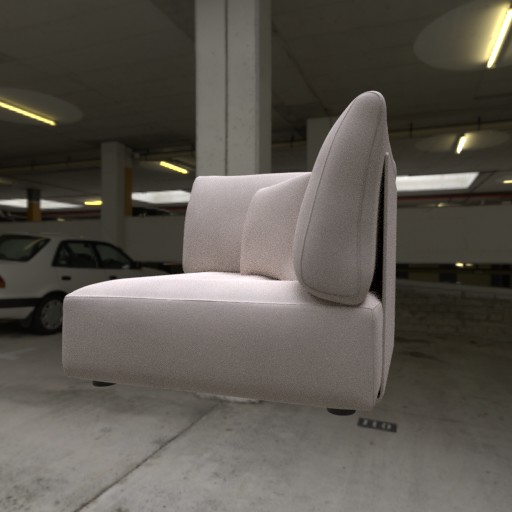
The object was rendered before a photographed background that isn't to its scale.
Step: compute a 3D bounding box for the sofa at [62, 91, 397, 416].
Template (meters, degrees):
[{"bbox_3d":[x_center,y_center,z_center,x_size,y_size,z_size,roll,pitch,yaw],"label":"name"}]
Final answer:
[{"bbox_3d":[0.000,0.000,1.683,1.000,0.820,1.000,0,0,19],"label":"sofa"}]
